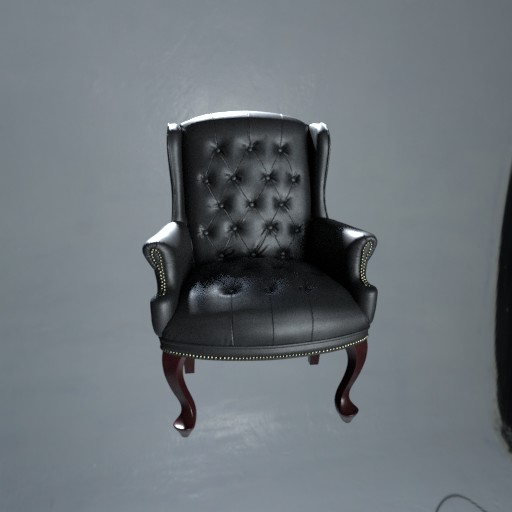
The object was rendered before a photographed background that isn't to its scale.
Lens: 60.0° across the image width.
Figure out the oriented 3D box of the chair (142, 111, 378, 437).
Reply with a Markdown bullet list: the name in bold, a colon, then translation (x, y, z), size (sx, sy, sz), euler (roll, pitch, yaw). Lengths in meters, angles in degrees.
- **chair**: translation (0.000, 0.000, 1.770), size (0.831, 1.133, 0.822), euler (-2, 15, -8)
